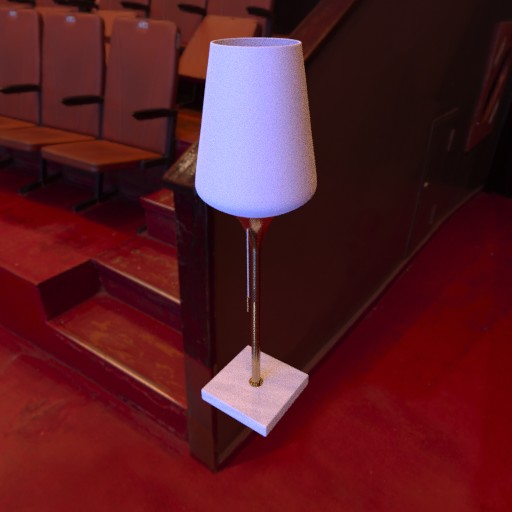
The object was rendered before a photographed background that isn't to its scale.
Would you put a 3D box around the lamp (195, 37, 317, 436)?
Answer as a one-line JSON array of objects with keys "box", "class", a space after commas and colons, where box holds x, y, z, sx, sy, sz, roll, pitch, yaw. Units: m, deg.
[{"box": [0.000, 0.000, 0.731, 0.181, 0.639, 0.181, 20, 36, 30], "class": "lamp"}]
